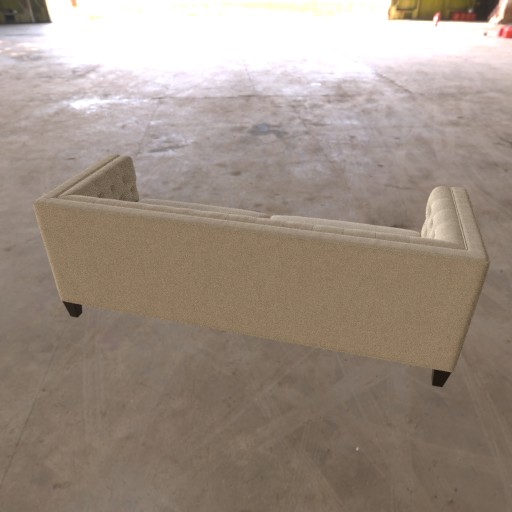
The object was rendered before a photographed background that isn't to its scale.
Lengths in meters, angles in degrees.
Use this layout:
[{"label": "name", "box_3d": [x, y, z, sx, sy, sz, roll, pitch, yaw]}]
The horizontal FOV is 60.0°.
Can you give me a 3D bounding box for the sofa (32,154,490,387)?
[{"label": "sofa", "box_3d": [0.000, 0.000, 2.520, 2.159, 0.762, 0.775, 8, 33, 13]}]
